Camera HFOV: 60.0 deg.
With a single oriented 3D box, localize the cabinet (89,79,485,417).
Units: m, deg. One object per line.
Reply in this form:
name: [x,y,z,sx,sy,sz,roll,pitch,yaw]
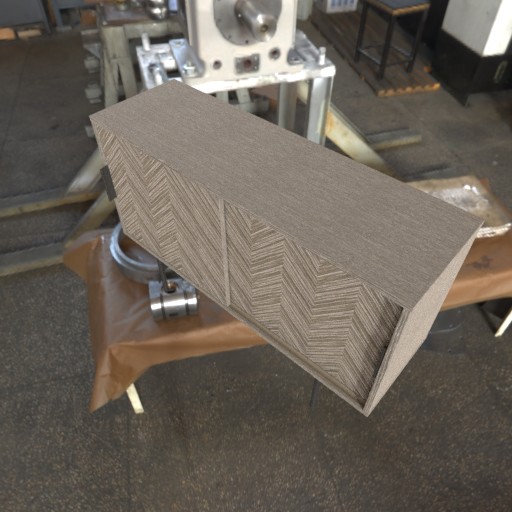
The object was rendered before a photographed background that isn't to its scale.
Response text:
cabinet: [0.000,0.000,1.576,1.194,0.787,0.405,33,55,27]
